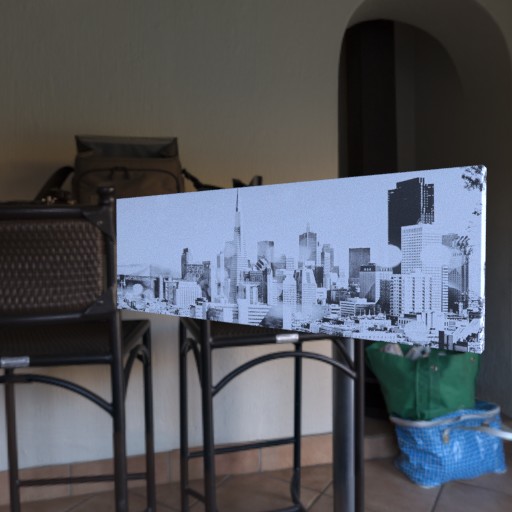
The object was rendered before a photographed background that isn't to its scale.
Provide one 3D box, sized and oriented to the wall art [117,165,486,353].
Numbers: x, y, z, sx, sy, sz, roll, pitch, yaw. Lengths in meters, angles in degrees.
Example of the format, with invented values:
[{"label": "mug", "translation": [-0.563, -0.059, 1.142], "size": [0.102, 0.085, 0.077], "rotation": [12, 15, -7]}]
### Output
[{"label": "wall art", "translation": [0.000, 0.000, 0.832], "size": [0.766, 0.256, 0.036], "rotation": [1, 2, 35]}]
